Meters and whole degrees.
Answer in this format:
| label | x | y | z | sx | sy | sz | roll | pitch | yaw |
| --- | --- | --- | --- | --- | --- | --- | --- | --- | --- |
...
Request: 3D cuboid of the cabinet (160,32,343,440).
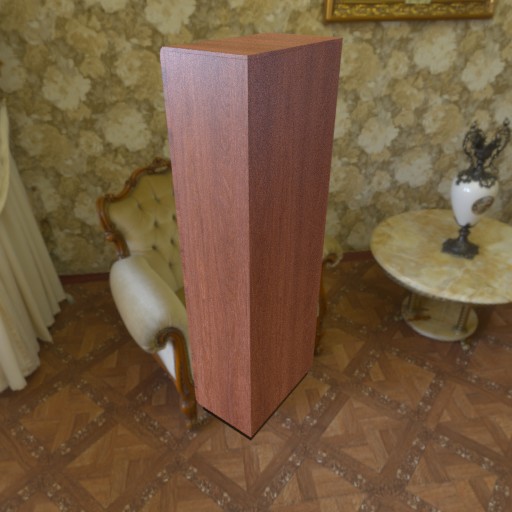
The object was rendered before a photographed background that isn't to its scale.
| label | x | y | z | sx | sy | sz | roll | pitch | yaw |
| --- | --- | --- | --- | --- | --- | --- | --- | --- | --- |
| cabinet | 0.000 | 0.000 | 2.262 | 0.420 | 1.980 | 0.660 | 21 | 38 | 30 |
